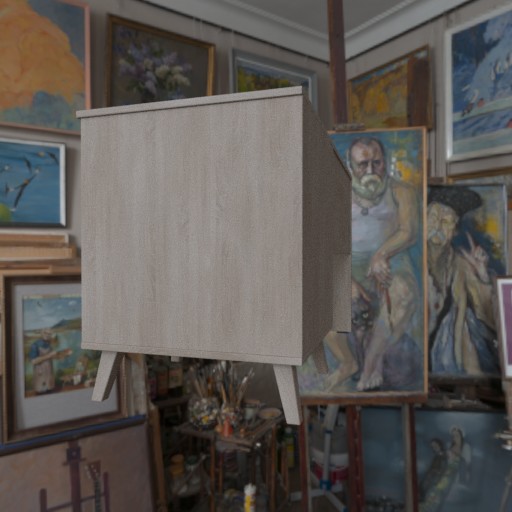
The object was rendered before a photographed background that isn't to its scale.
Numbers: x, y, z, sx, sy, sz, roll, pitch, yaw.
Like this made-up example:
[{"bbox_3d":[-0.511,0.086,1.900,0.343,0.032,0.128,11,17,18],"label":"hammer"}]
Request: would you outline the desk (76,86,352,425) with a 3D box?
[{"bbox_3d":[0.000,0.000,1.673,0.600,0.770,1.251,0,1,17],"label":"desk"}]
